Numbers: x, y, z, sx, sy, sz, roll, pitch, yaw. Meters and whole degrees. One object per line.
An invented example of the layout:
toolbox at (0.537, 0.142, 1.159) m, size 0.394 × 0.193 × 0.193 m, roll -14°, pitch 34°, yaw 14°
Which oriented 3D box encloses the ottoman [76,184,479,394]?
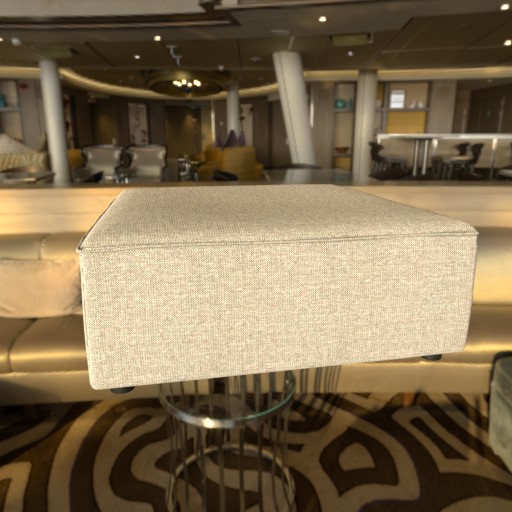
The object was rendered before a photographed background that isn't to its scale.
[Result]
ottoman at (0.000, 0.000, 1.567) m, size 1.023 × 0.423 × 1.017 m, roll -3°, pitch 15°, yaw -10°
